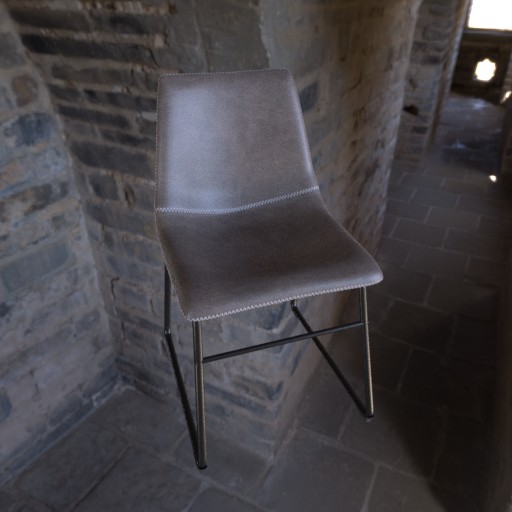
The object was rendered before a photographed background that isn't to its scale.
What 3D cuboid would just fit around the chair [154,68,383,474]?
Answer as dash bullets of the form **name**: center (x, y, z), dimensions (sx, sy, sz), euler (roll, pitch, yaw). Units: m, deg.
- **chair**: center (0.000, 0.000, 1.092), dimensions (0.460, 0.780, 0.550), euler (-10, 32, -16)
